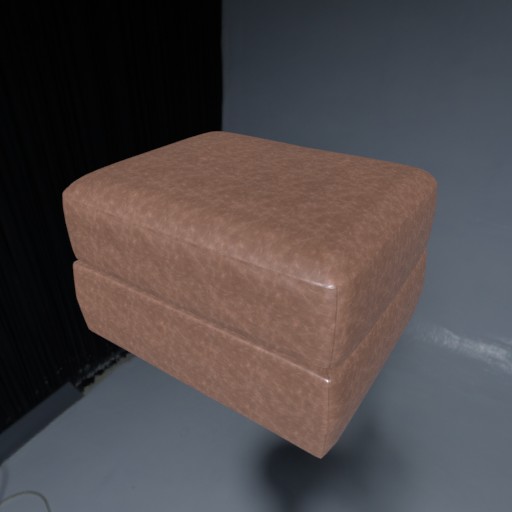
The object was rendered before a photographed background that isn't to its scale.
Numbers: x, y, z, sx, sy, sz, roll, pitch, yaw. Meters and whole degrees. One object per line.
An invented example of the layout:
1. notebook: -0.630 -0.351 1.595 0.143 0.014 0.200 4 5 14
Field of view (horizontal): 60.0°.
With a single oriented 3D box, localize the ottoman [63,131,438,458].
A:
1. ottoman: 0.000 0.000 1.137 0.751 0.476 0.603 19 35 29
